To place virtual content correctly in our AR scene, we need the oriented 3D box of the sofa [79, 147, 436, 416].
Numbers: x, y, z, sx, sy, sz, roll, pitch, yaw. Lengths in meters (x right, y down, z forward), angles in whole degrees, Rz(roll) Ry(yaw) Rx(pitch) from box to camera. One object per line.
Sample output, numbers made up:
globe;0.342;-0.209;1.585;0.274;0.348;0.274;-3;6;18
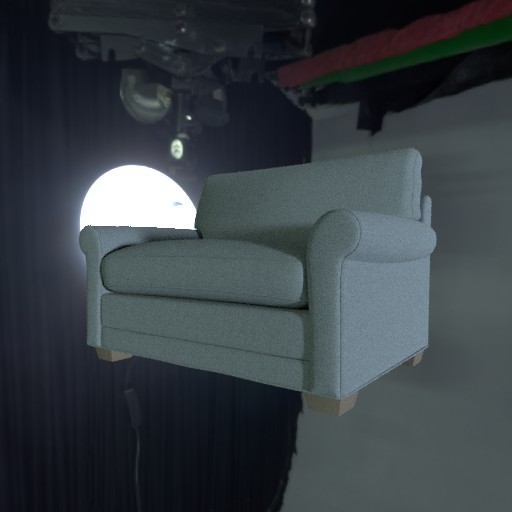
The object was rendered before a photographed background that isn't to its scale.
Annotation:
sofa;0.000;0.000;2.016;1.410;0.953;0.940;0;1;36
